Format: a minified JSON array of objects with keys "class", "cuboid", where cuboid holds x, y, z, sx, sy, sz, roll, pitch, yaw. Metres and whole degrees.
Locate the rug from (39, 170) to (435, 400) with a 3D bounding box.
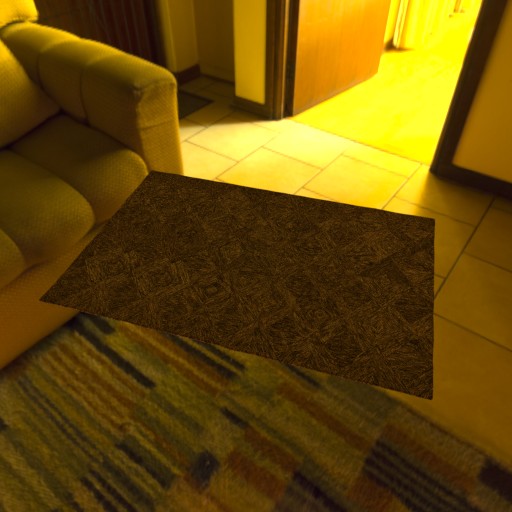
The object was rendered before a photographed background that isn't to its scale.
[{"class":"rug","cuboid":[0.000,0.000,2.337,1.808,0.011,1.189,12,45,12]}]
